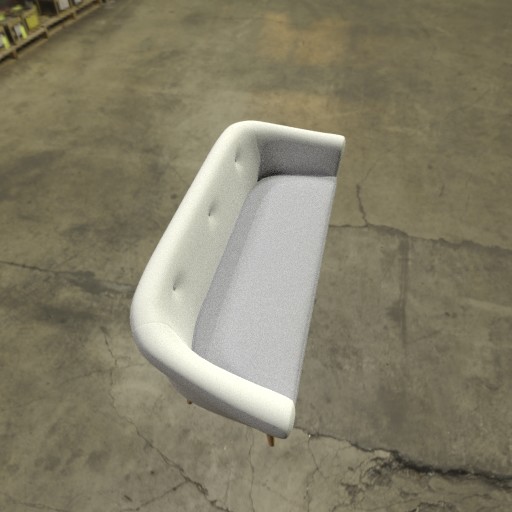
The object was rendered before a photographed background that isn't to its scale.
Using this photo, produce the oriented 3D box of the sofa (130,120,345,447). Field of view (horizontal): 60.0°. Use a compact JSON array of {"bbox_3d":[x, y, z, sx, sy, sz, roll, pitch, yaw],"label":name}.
[{"bbox_3d":[0.000,0.000,2.604,0.827,0.795,2.160,10,47,9],"label":"sofa"}]
